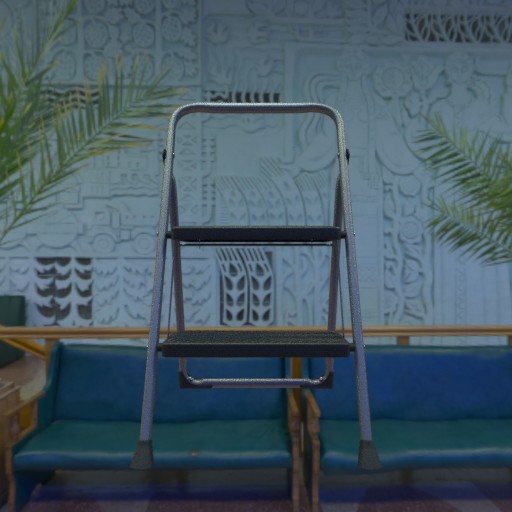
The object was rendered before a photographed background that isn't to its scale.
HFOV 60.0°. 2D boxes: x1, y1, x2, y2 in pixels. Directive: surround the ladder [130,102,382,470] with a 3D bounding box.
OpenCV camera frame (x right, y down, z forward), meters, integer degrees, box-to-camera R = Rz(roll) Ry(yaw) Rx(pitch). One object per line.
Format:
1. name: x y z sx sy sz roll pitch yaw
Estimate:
1. ladder: 0.000 0.000 0.979 0.430 0.720 0.472 0 0 0
